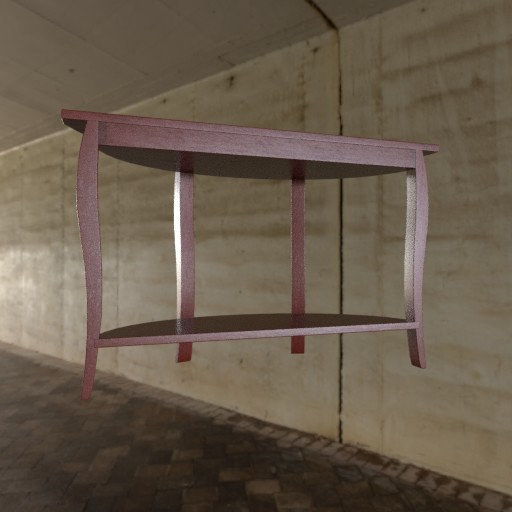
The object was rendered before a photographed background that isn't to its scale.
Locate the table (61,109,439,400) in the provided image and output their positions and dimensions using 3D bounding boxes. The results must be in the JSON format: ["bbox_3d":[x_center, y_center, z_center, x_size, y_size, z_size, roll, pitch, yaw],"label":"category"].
[{"bbox_3d":[0.000,0.000,1.556,1.219,0.779,0.405,0,0,-18],"label":"table"}]
